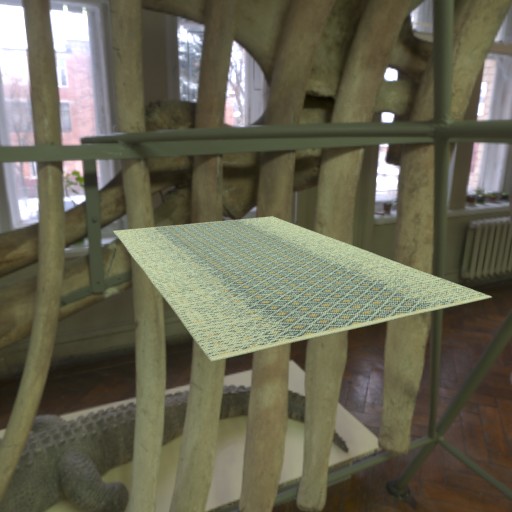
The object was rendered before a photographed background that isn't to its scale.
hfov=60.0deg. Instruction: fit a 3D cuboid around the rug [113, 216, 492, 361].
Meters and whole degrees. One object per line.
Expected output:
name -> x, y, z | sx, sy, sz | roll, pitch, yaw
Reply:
rug -> 0.000, 0.000, 3.038 | 1.541, 0.008, 2.448 | -7, 18, -24
